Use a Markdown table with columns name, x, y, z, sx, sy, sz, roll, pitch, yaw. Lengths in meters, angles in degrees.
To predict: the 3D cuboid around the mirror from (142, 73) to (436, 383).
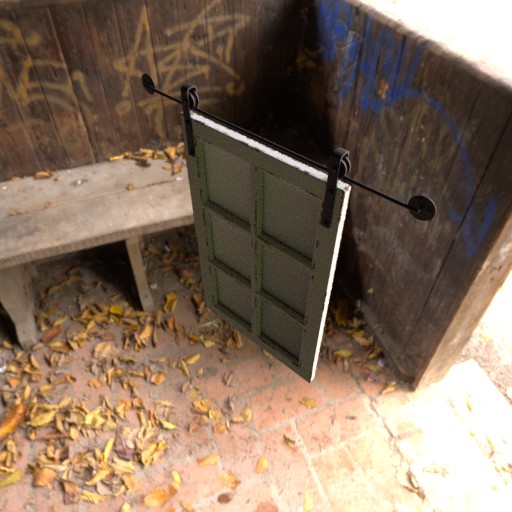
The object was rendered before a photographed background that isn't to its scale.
| name | x | y | z | sx | sy | sz | roll | pitch | yaw |
| --- | --- | --- | --- | --- | --- | --- | --- | --- | --- |
| mirror | 0.000 | 0.000 | 1.223 | 0.808 | 0.844 | 0.037 | 32 | 54 | 27 |
